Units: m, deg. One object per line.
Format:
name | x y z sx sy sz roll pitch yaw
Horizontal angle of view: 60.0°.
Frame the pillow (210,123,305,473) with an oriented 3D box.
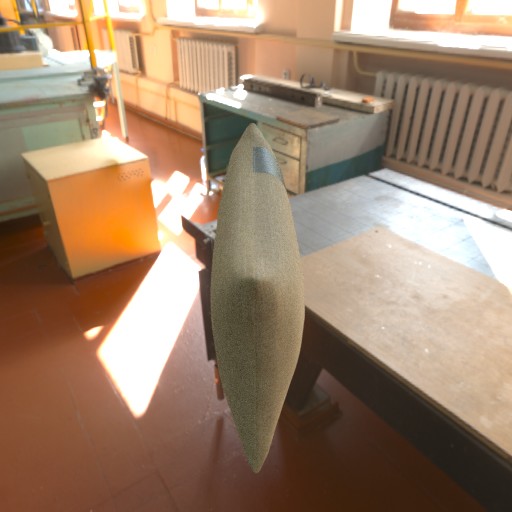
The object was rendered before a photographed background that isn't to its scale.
pillow | 0.000 0.000 1.067 0.197 0.429 0.859 0 30 -1
